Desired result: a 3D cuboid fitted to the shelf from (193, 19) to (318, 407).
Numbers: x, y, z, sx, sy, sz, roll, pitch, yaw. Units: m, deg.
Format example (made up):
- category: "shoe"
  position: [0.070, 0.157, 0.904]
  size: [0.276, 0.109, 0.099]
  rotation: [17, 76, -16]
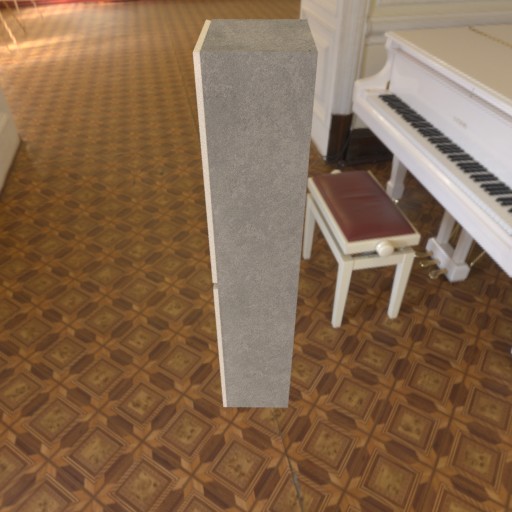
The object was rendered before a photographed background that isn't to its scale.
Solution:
- category: "shelf"
  position: [0.000, 0.000, 1.520]
  size: [0.270, 1.400, 0.300]
  rotation: [0, 40, 0]
